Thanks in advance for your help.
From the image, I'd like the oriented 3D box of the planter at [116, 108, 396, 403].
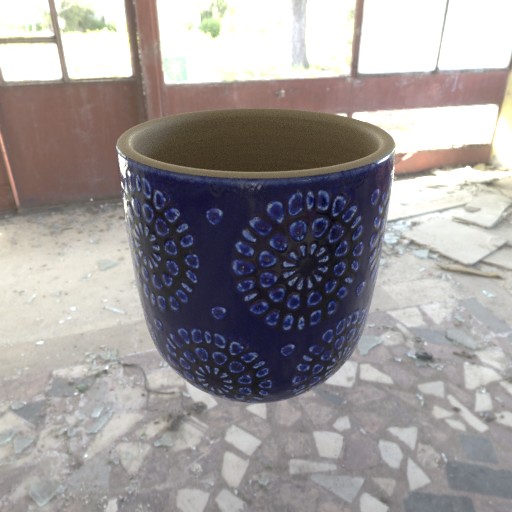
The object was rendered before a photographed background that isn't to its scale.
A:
[{"bbox_3d":[0.000,0.000,0.203,0.109,0.112,0.109,0,29,0],"label":"planter"}]
